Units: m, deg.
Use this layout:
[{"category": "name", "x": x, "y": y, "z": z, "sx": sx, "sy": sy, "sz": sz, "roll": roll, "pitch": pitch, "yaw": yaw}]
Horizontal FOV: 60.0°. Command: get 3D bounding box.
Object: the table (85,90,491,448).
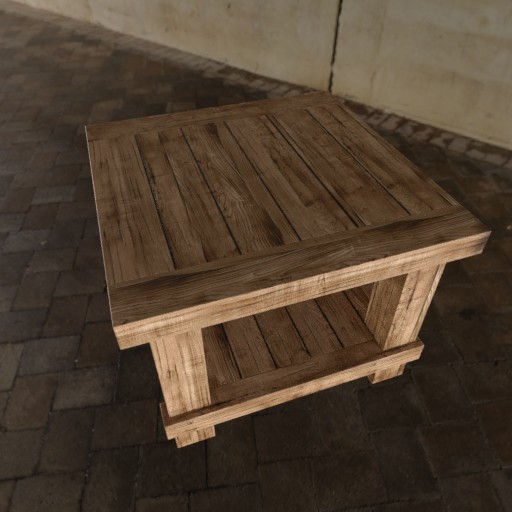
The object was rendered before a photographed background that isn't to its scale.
[{"category": "table", "x": 0.000, "y": 0.000, "z": 1.021, "sx": 0.610, "sy": 0.457, "sz": 0.610, "roll": -13, "pitch": 44, "yaw": -14}]
